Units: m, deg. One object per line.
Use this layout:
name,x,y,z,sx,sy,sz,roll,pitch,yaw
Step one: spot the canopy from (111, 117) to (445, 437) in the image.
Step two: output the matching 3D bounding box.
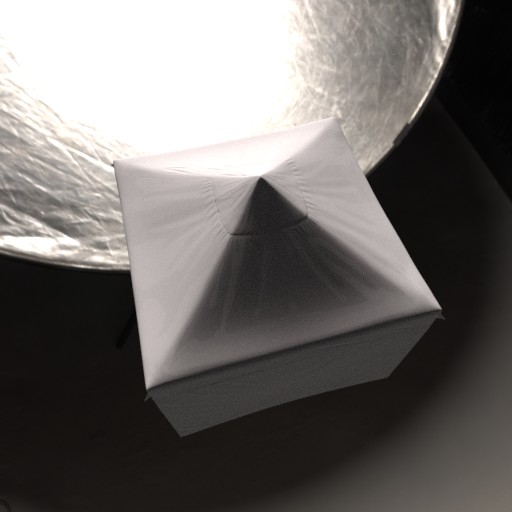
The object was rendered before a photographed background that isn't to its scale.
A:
canopy,0.000,0.000,5.463,3.043,2.997,3.121,-13,59,-8
